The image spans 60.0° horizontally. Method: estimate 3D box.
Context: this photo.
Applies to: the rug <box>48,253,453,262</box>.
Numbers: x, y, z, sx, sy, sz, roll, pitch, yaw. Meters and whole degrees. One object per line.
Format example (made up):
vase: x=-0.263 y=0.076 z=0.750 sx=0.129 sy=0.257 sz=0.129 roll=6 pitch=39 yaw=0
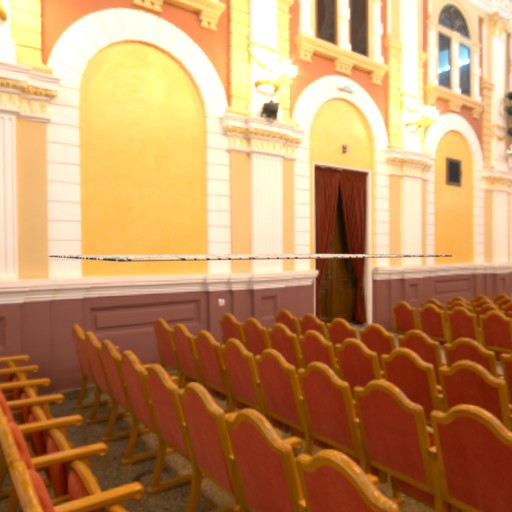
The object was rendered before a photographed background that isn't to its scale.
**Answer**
rug: x=0.000 y=0.000 z=3.136 sx=2.435 sy=0.011 sz=1.517 roll=-1 pitch=1 yaw=-35
